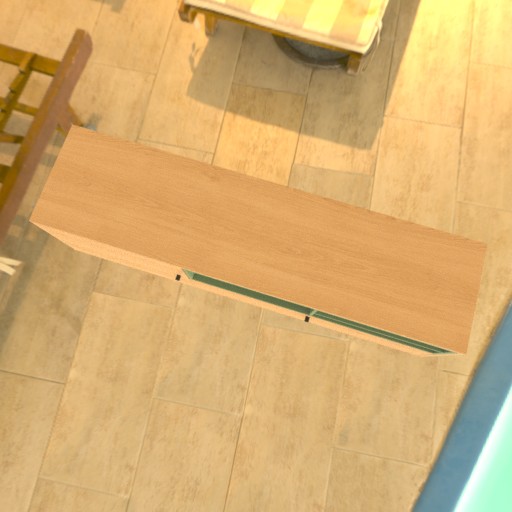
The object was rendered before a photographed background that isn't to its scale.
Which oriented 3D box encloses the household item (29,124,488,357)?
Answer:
[{"bbox_3d":[0.000,0.000,1.787,1.550,0.600,0.400,17,77,4],"label":"household item"}]
